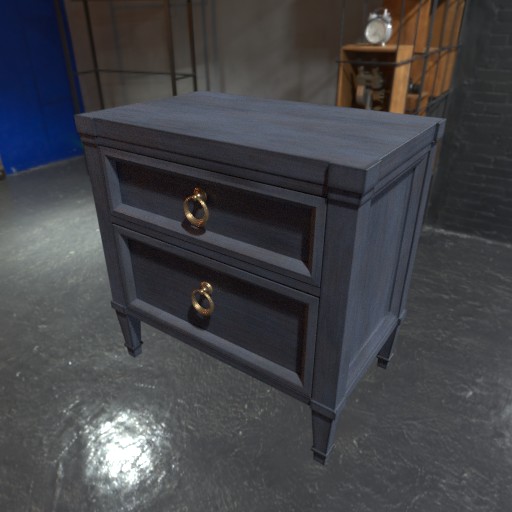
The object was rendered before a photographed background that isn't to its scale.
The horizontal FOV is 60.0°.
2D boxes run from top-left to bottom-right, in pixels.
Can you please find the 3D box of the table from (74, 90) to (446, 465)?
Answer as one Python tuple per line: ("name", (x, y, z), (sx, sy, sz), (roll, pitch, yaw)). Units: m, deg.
("table", (0.000, 0.000, 1.080), (0.660, 0.660, 0.413), (19, 34, 30))
